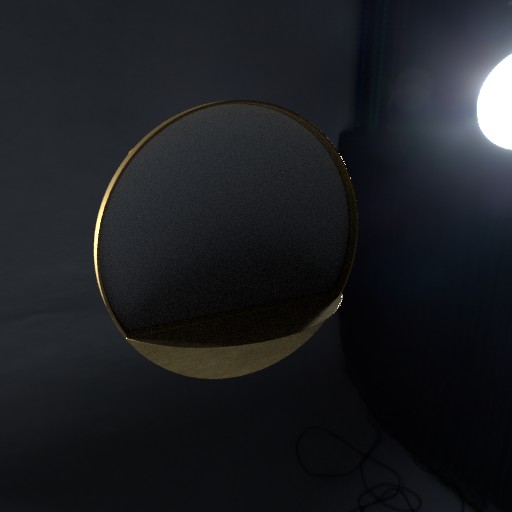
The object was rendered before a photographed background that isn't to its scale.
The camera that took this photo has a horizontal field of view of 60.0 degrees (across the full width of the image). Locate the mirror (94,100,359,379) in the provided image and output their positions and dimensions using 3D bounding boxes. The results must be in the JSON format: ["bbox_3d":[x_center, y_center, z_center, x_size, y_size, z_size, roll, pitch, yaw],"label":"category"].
[{"bbox_3d":[0.000,0.000,0.684,0.457,0.457,0.133,-8,19,-25],"label":"mirror"}]
